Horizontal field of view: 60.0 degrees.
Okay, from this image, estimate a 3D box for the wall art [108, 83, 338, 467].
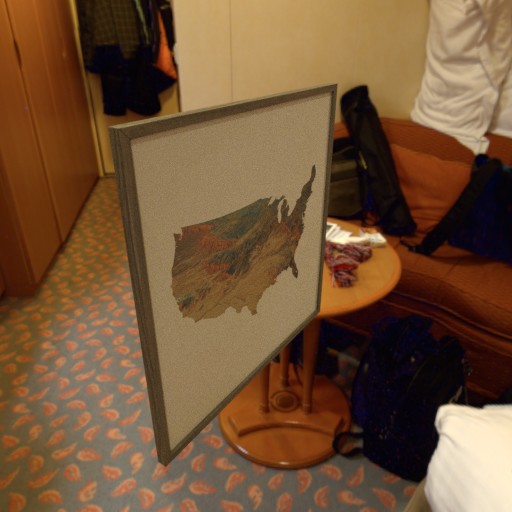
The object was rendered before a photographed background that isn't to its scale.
[{"bbox_3d":[0.000,0.000,0.751,0.016,0.507,0.508,18,32,30],"label":"wall art"}]
